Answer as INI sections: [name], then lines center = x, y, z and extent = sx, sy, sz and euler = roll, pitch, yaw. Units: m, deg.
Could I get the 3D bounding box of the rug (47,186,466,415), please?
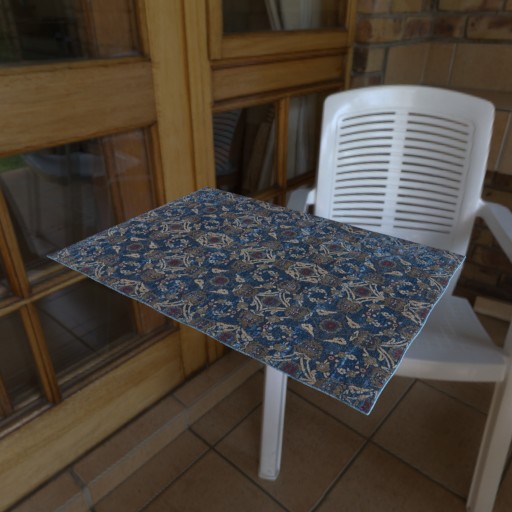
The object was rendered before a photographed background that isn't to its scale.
[rug]
center = 0.000, 0.000, 2.859
extent = 2.207, 0.014, 1.567
euler = 19, 35, 31
